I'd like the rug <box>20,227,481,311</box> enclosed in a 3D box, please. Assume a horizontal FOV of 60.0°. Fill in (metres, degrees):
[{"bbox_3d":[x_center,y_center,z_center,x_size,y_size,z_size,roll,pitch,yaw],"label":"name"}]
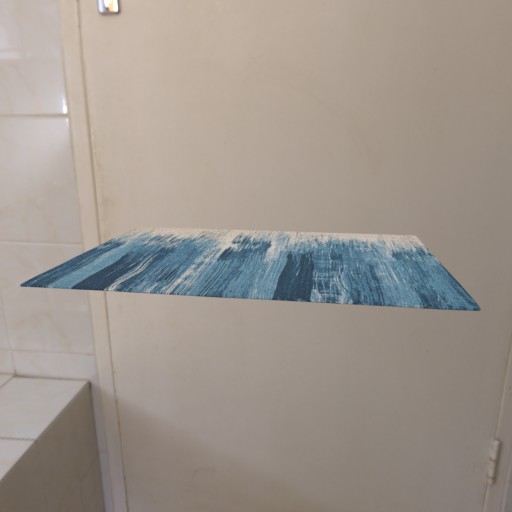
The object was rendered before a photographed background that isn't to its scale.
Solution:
[{"bbox_3d":[0.000,0.000,2.305,1.836,0.009,1.232,2,16,8],"label":"rug"}]
